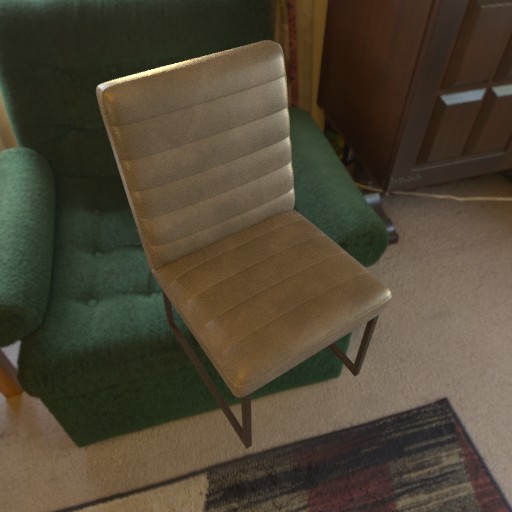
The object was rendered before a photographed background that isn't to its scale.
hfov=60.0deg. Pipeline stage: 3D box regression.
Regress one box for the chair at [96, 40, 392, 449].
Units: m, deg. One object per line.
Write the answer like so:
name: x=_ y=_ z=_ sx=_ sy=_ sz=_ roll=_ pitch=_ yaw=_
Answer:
chair: x=0.000 y=0.000 z=1.281 sx=0.520 sy=0.930 sz=0.634 roll=-26 pitch=52 yaw=-22
